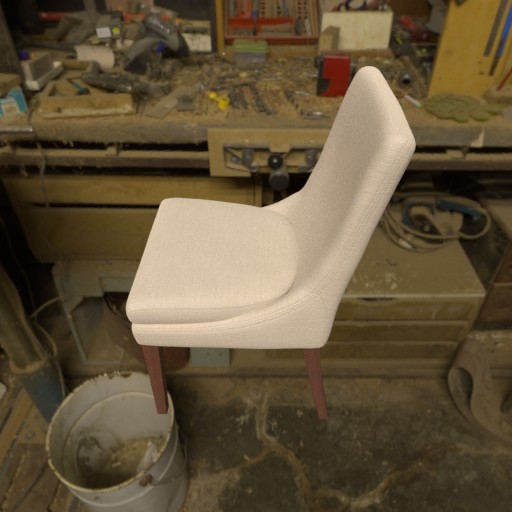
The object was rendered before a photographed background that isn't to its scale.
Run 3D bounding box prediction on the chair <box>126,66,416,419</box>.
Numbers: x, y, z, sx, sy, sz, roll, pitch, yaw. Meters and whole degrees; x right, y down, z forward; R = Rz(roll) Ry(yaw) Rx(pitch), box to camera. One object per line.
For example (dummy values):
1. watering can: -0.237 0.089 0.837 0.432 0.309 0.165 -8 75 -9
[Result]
1. chair: 0.000 0.000 1.273 0.638 0.940 0.515 1 41 2
